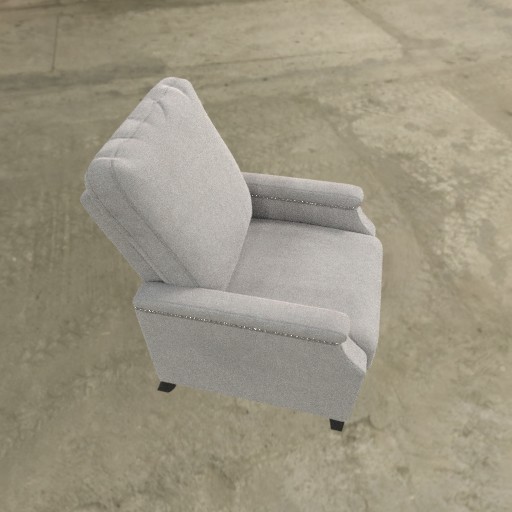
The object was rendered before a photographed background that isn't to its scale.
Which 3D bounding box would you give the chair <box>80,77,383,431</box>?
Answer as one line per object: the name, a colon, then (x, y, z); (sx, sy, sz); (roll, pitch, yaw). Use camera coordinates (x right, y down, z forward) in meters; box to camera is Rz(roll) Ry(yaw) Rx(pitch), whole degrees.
chair: (0.000, 0.000, 1.606); (0.922, 1.049, 0.710); (10, 47, 9)
